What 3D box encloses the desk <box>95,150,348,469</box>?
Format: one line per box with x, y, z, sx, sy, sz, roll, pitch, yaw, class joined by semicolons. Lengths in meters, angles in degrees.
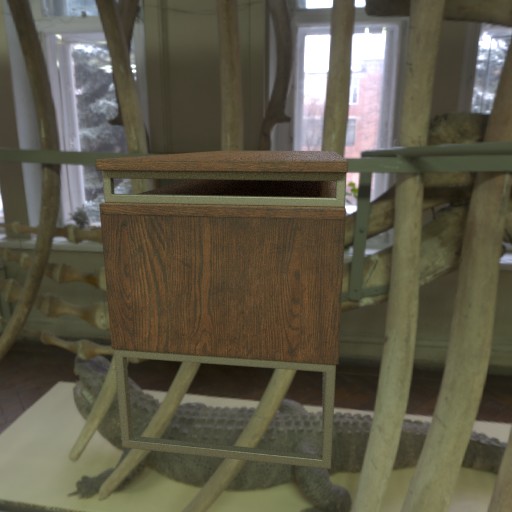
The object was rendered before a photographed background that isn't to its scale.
0.000;0.000;1.760;0.610;0.792;1.384;2;14;8;desk
